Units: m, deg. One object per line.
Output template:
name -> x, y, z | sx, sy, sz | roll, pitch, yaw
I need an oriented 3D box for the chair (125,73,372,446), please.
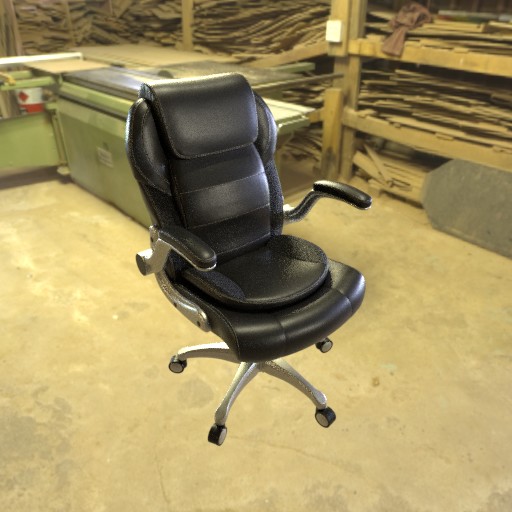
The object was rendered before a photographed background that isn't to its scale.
chair -> 0.000, 0.000, 1.601 | 0.724, 1.141, 0.801 | -21, 36, -32
